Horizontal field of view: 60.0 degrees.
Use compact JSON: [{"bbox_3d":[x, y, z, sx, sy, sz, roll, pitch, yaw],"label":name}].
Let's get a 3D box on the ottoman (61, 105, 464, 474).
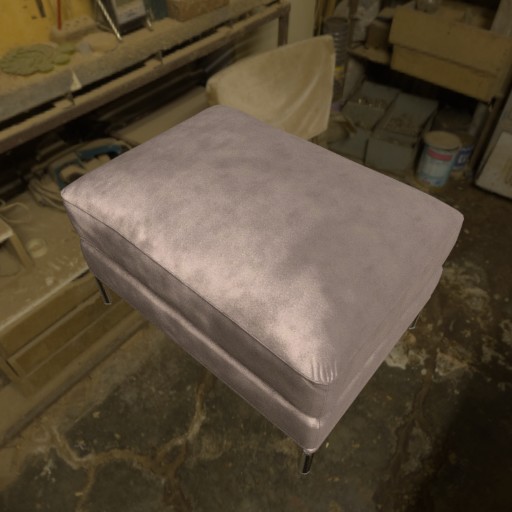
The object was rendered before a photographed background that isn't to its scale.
[{"bbox_3d":[0.000,0.000,1.053,0.719,0.456,0.520,32,55,26],"label":"ottoman"}]
